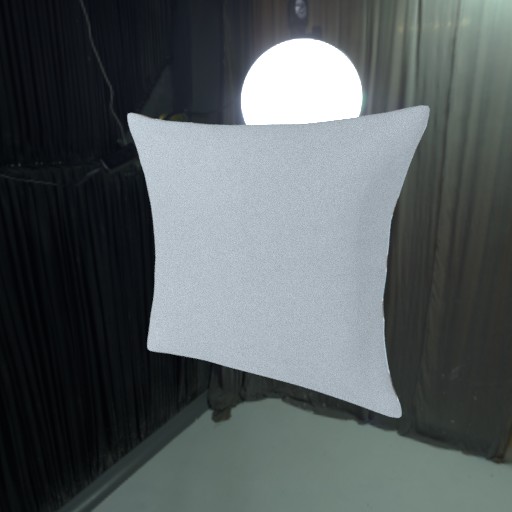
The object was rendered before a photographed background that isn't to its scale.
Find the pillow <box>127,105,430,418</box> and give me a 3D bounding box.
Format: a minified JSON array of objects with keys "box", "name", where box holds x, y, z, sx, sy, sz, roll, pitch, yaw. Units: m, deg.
[{"box":[0.000,0.000,0.808,0.552,0.508,0.166,8,17,26],"name":"pillow"}]
